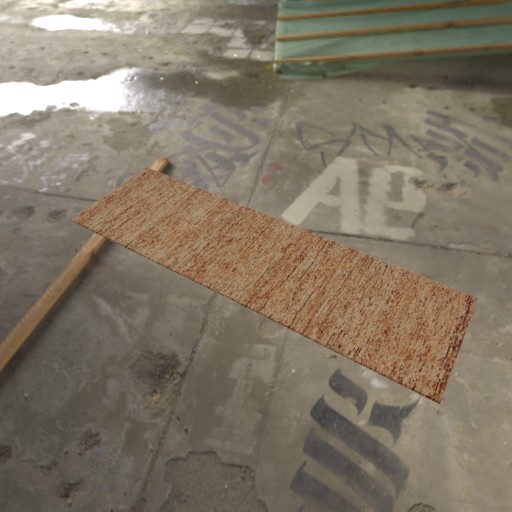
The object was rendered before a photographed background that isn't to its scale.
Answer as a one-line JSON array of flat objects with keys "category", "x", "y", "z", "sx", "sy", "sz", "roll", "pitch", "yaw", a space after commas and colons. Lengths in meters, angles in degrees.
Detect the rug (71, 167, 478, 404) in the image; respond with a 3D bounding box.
[{"category": "rug", "x": 0.000, "y": 0.000, "z": 2.473, "sx": 2.237, "sy": 0.014, "sz": 0.680, "roll": 24, "pitch": 49, "yaw": 22}]
